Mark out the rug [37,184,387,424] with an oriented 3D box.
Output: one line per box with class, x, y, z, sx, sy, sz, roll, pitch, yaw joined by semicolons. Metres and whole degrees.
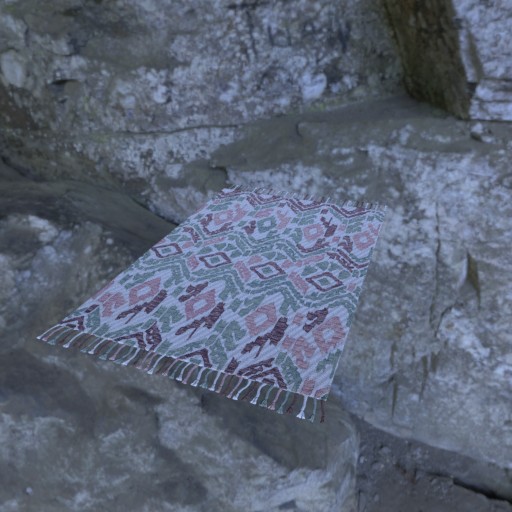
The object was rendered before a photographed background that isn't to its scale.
rug;0.000;0.000;3.046;1.524;0.011;2.438;11;32;18
